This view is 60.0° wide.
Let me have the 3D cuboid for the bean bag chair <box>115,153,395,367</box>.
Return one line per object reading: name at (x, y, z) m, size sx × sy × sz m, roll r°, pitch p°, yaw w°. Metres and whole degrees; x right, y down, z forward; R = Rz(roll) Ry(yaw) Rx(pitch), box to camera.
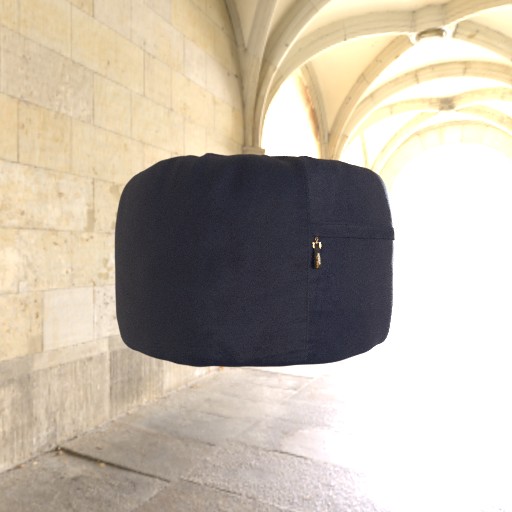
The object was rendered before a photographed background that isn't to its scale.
bean bag chair at (0.000, 0.000, 2.007) m, size 1.219 × 0.762 × 1.219 m, roll 0°, pitch 0°, yaw 0°
